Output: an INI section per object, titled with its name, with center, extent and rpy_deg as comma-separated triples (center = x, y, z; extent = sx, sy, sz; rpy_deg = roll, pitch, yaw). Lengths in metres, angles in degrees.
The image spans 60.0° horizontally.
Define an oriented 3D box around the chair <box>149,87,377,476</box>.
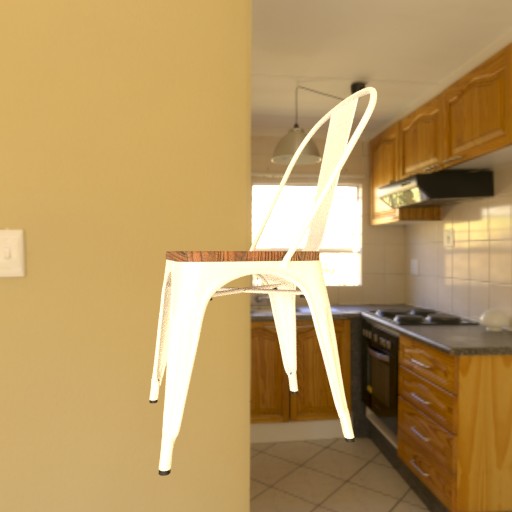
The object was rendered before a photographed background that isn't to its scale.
[chair]
center = 0.000, 0.000, 1.145
extent = 0.521, 0.851, 0.452
rpy_deg = 0, 1, -16
